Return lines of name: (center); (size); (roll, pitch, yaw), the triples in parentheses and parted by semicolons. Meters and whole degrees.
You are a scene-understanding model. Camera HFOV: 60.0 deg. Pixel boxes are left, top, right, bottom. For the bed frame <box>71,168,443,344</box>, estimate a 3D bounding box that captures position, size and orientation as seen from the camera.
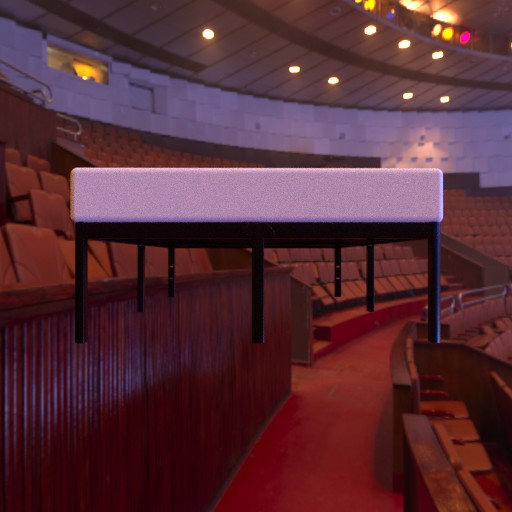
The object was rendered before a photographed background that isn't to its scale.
bed frame: (0.000, 0.000, 2.627); (1.408, 0.659, 1.956); (0, 0, 0)
